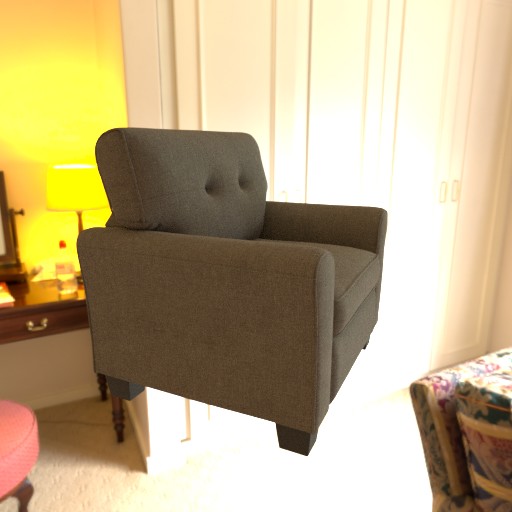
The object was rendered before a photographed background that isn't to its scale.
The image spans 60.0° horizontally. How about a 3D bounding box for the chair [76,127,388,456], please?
[{"bbox_3d":[0.000,0.000,1.619,0.816,0.890,0.941,7,16,25],"label":"chair"}]
